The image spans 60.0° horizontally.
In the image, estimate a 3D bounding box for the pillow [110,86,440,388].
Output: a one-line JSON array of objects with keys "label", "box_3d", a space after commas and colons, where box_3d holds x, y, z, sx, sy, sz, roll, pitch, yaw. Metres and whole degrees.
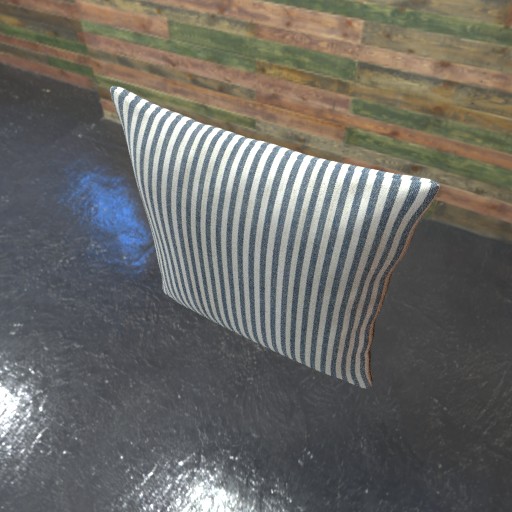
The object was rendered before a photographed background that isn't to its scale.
[{"label": "pillow", "box_3d": [0.000, 0.000, 0.794, 0.523, 0.510, 0.166, 22, 50, 20]}]
